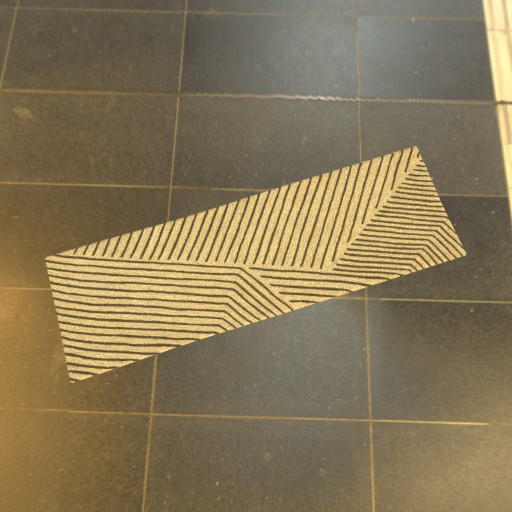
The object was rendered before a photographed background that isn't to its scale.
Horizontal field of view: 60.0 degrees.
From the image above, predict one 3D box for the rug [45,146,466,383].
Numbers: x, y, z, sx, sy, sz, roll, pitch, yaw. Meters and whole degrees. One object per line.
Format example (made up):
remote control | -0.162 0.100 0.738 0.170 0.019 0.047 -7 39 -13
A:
rug | 0.000 0.000 2.685 2.439 0.020 0.773 -17 75 -5
